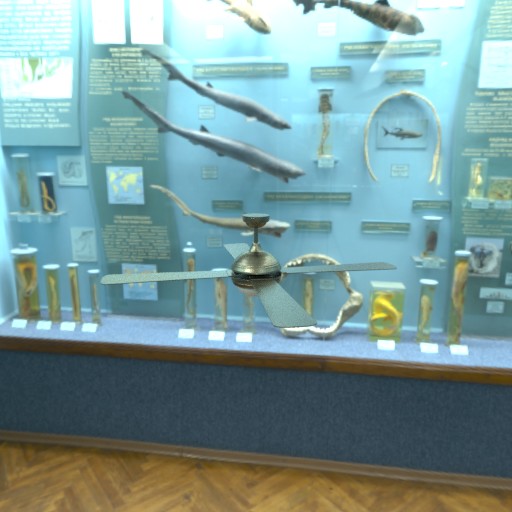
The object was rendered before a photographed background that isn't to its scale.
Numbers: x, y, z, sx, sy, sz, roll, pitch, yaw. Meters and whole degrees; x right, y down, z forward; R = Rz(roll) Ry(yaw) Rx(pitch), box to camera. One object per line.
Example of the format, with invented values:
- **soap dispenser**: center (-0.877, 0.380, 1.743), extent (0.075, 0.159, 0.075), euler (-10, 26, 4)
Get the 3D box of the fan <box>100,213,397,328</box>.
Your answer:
- **fan**: center (0.000, 0.000, 2.056), extent (1.321, 0.381, 1.321), euler (2, 13, 9)
